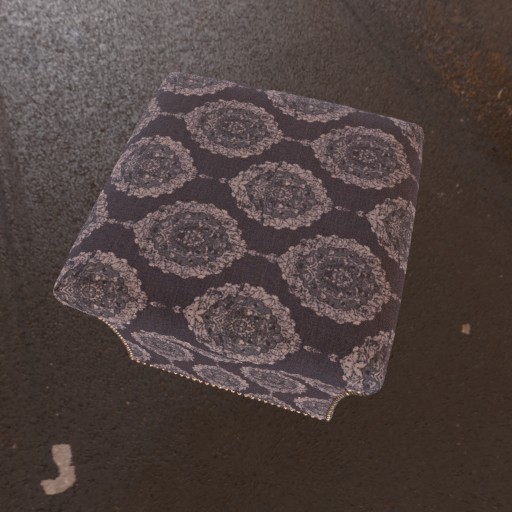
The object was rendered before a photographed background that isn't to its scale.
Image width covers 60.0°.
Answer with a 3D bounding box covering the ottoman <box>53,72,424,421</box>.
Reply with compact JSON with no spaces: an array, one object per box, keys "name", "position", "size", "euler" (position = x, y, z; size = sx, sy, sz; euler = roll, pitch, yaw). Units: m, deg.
[{"name":"ottoman","position":[0.000,0.000,0.893],"size":[0.507,0.475,0.497],"euler":[15,65,7]}]
